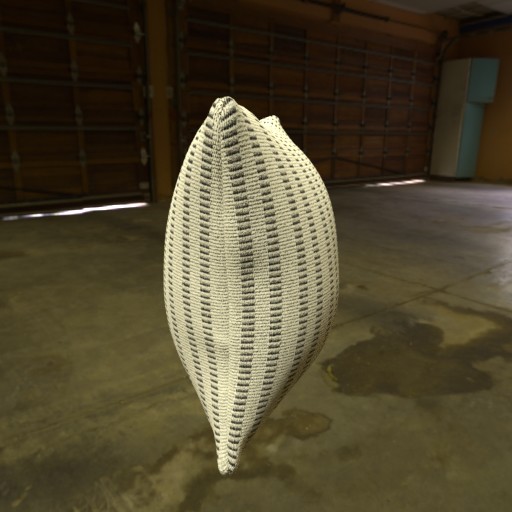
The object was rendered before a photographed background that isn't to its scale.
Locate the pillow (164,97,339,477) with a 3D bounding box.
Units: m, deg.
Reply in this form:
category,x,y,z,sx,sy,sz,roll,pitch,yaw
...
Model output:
category,x,y,z,sx,sy,sz,roll,pitch,yaw
pillow,0.000,0.000,0.663,0.247,0.419,0.438,2,15,8
